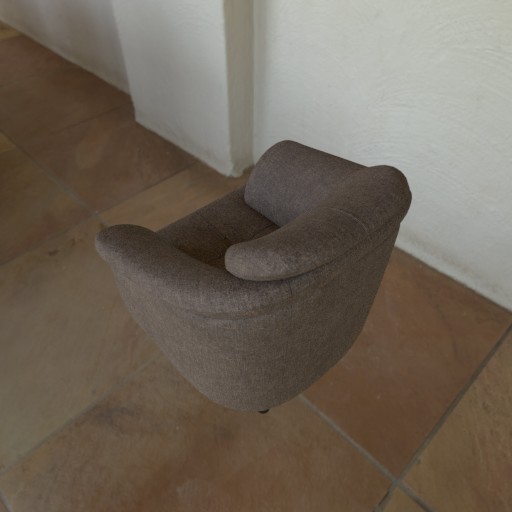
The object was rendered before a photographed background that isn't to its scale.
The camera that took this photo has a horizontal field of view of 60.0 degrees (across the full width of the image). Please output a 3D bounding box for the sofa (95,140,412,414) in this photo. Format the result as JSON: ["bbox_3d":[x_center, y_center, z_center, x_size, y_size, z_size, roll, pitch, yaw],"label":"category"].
[{"bbox_3d":[0.000,0.000,1.514,0.870,0.811,0.794,-32,54,-28],"label":"sofa"}]
